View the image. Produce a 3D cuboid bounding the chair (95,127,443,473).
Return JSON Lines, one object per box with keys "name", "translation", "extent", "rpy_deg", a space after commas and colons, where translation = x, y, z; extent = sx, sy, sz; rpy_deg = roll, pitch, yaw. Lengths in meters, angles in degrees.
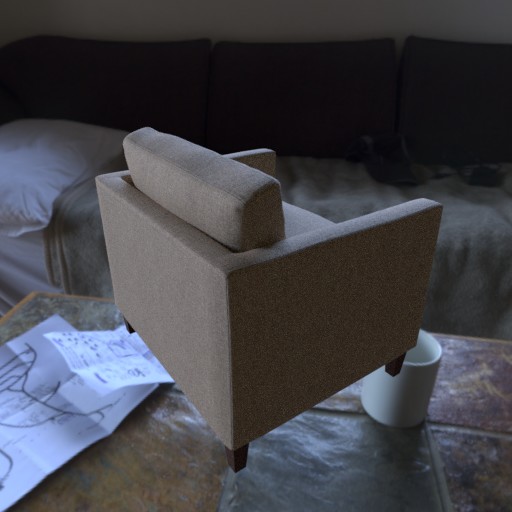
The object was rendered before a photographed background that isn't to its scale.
{"name": "chair", "translation": [0.000, 0.000, 1.862], "extent": [0.959, 0.987, 1.107], "rpy_deg": [-18, 31, -31]}
